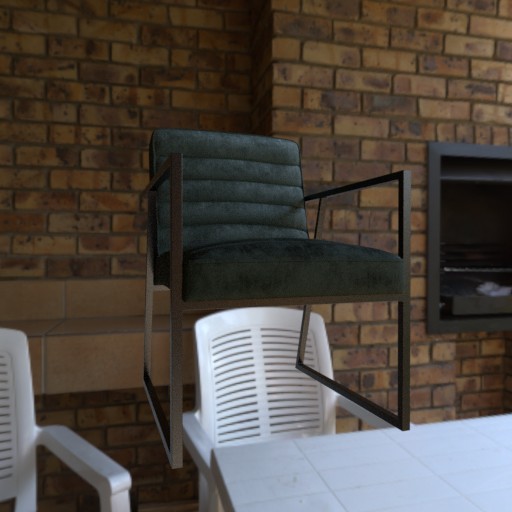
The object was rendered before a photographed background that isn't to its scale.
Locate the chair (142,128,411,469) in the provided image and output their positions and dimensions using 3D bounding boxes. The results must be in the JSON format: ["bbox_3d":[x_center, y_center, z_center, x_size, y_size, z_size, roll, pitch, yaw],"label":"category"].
[{"bbox_3d":[0.000,0.000,1.251,0.571,0.833,0.677,0,1,-19],"label":"chair"}]
